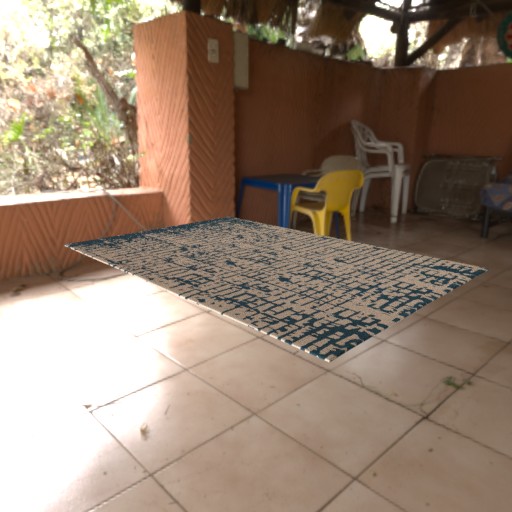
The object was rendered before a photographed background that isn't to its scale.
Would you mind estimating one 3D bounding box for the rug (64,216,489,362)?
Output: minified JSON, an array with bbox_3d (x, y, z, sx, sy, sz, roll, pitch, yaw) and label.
[{"bbox_3d":[0.000,0.000,2.260,1.220,0.007,1.828,-15,21,-42],"label":"rug"}]
